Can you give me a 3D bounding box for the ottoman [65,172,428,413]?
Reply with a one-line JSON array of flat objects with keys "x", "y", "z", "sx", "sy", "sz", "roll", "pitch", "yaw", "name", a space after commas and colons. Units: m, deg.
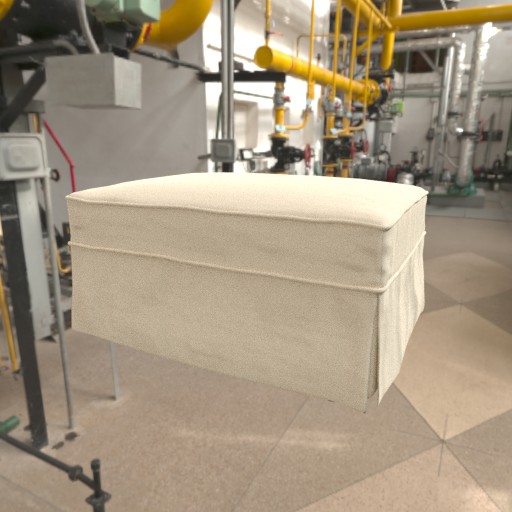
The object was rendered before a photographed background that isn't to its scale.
[{"x": 0.000, "y": 0.000, "z": 1.364, "sx": 0.944, "sy": 0.479, "sz": 0.703, "roll": 8, "pitch": 17, "yaw": 26, "name": "ottoman"}]
